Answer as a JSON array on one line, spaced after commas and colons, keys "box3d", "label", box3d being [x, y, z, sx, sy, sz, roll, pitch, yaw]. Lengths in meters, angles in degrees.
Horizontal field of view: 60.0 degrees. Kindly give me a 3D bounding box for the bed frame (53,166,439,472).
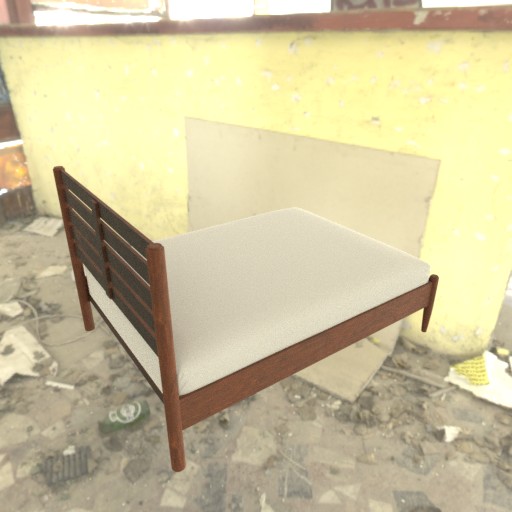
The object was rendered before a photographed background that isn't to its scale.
[{"box3d": [0.000, 0.000, 3.270, 2.234, 1.321, 1.655, -17, 31, -31], "label": "bed frame"}]
